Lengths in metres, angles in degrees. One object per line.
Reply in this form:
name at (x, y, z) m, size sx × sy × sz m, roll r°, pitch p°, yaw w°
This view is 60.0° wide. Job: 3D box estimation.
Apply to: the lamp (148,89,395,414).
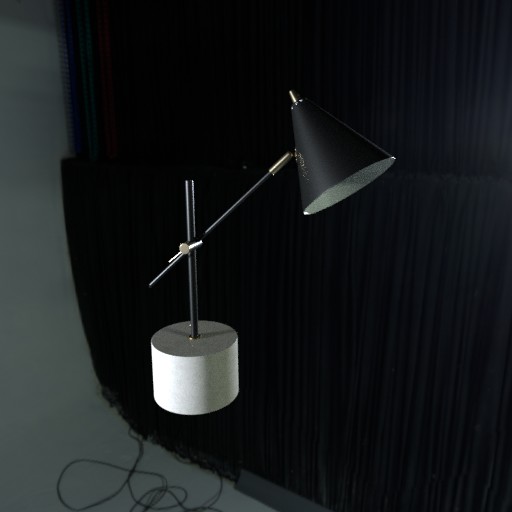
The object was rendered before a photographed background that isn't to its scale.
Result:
lamp at (0.000, 0.000, 0.726) m, size 0.403 × 0.518 × 0.214 m, roll 7°, pitch 16°, yaw 27°
